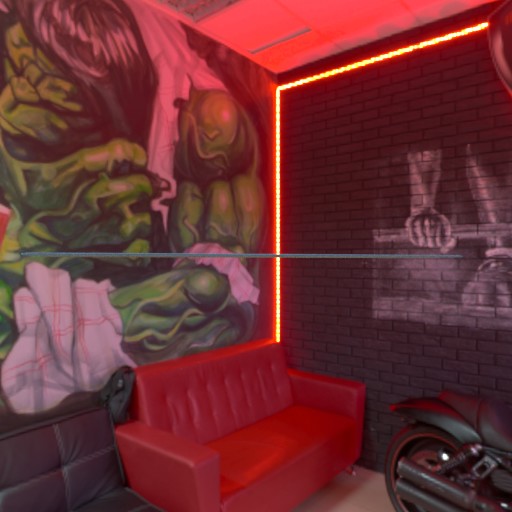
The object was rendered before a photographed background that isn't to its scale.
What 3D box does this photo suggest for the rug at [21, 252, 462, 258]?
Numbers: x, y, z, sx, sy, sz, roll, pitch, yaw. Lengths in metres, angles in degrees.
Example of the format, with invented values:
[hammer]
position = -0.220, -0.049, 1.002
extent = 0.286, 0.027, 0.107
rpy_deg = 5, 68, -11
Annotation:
[rug]
position = 0.000, 0.000, 2.431
extent = 2.196, 0.011, 0.662
rpy_deg = 0, -1, -18
